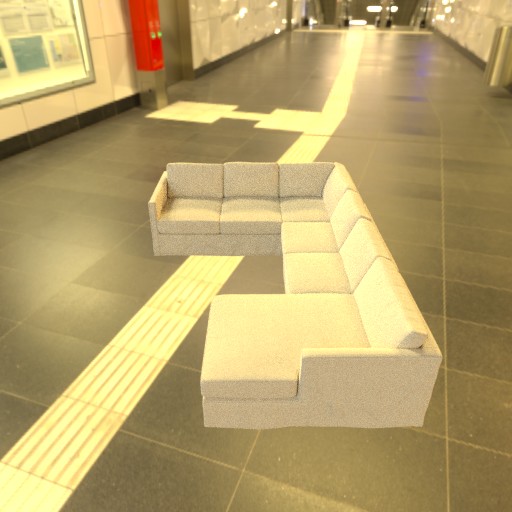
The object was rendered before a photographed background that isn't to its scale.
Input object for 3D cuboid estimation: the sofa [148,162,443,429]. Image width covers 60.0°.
[{"bbox_3d":[0.000,0.000,4.449,2.427,0.882,3.460,0,31,0],"label":"sofa"}]
